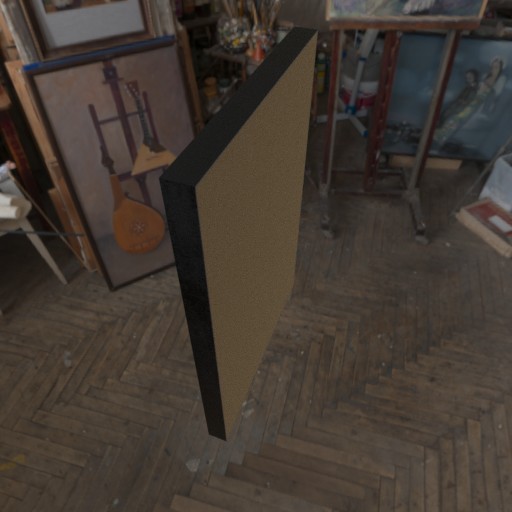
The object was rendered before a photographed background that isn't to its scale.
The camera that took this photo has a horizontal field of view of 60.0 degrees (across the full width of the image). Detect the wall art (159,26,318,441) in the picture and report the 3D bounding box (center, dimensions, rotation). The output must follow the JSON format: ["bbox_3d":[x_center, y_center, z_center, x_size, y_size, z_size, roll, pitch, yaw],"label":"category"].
[{"bbox_3d":[0.000,0.000,0.577,0.031,0.457,0.313,16,48,14],"label":"wall art"}]
